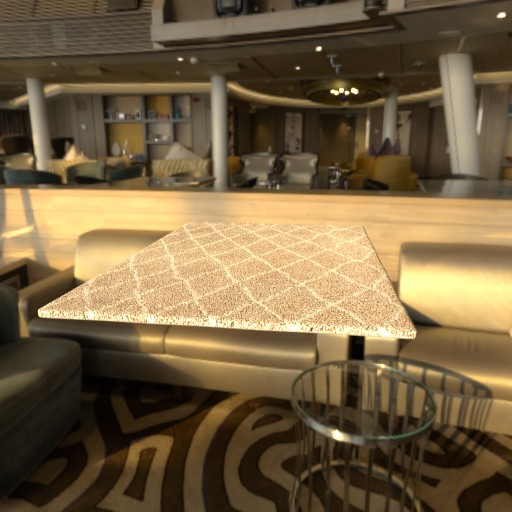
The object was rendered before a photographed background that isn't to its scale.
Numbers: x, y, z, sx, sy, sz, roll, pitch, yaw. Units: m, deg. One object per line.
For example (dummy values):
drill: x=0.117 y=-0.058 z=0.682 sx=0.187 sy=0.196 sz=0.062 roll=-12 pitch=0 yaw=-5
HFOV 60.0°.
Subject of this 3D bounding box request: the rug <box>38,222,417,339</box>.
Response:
rug: x=0.000 y=0.000 z=2.239 sx=1.219 sy=0.030 sz=1.778 roll=2 pitch=14 yaw=8
